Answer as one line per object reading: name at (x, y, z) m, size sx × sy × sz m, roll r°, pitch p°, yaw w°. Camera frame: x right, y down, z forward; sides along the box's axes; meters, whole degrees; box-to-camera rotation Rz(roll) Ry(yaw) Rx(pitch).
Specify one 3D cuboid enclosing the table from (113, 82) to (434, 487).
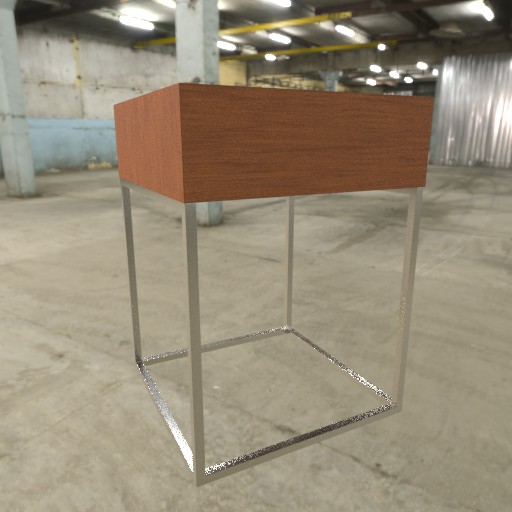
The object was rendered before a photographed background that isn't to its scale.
table at (0.000, 0.000, 0.818) m, size 0.397 × 0.540 × 0.398 m, roll -8°, pitch 17°, yaw -26°
